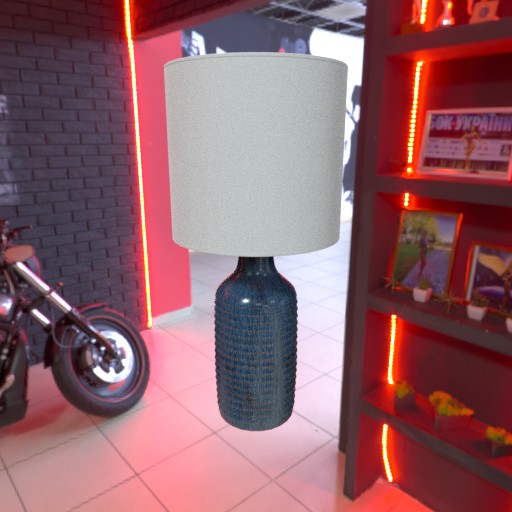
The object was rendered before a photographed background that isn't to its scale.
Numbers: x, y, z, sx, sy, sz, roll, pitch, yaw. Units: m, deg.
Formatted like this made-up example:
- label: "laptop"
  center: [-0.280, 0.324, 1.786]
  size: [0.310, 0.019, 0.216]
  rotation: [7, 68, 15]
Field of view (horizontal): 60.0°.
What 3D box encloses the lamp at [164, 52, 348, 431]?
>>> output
- label: "lamp"
  center: [0.000, 0.000, 0.604]
  size: [0.220, 0.475, 0.220]
  rotation: [-2, 15, -9]
